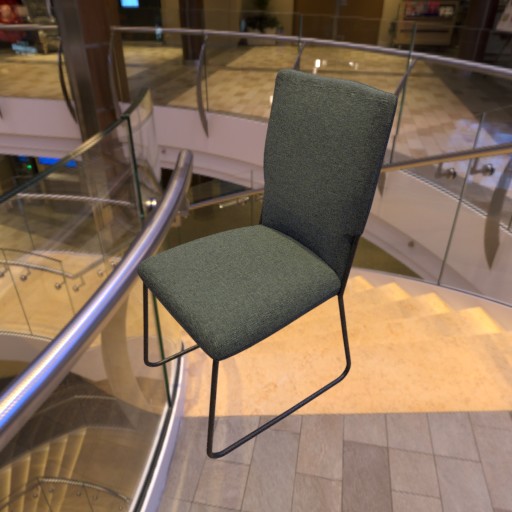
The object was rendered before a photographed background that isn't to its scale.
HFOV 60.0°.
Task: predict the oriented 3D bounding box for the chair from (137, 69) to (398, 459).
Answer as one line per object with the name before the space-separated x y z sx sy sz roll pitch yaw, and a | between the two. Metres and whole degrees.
chair | 0.000 0.000 1.304 0.635 0.931 0.480 -21 37 -30
